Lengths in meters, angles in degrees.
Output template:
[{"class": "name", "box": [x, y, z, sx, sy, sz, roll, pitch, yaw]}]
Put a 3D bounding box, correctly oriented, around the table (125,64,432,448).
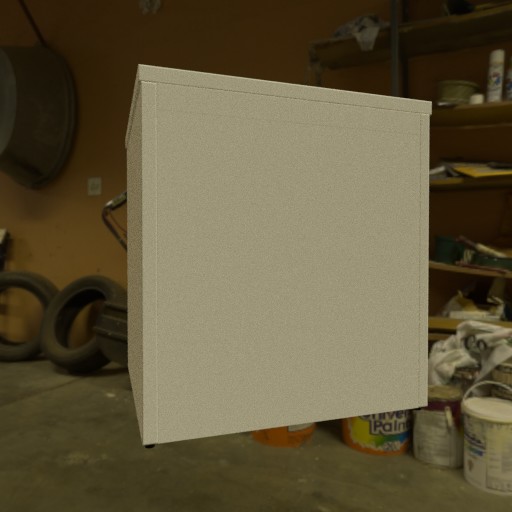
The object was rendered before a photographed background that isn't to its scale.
[{"class": "table", "box": [0.000, 0.000, 0.772, 0.420, 0.460, 0.380, 0, 1, -19]}]
